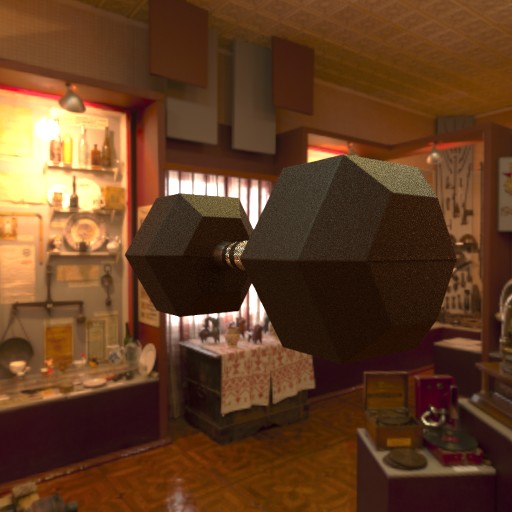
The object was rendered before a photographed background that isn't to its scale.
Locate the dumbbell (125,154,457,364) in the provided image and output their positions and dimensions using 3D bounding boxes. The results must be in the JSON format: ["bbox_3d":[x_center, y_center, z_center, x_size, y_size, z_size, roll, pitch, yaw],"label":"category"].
[{"bbox_3d":[0.000,0.000,0.435,0.157,0.137,0.361,-1,1,-35],"label":"dumbbell"}]
